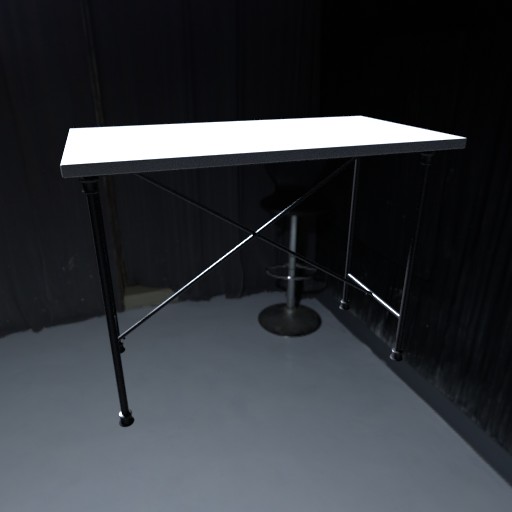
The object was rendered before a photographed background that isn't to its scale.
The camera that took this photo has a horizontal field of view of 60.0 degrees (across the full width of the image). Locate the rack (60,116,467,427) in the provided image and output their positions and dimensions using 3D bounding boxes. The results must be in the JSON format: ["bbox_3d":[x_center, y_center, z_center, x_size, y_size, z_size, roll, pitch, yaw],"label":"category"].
[{"bbox_3d":[0.000,0.000,1.629,1.159,0.880,0.613,-8,25,-17],"label":"rack"}]
